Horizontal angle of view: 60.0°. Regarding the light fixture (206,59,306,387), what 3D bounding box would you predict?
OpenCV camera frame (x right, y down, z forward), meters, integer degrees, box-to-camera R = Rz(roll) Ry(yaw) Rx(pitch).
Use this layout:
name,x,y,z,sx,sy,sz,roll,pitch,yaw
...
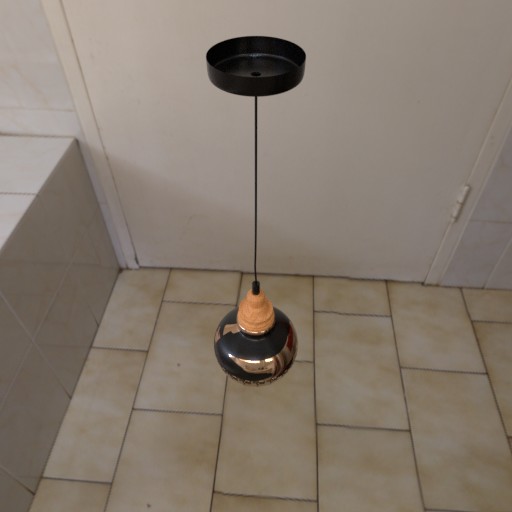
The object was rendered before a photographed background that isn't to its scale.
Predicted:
name,x,y,z,sx,sy,sz,roll,pitch,yaw
light fixture,0.000,0.000,1.802,0.430,1.606,0.430,5,47,5
